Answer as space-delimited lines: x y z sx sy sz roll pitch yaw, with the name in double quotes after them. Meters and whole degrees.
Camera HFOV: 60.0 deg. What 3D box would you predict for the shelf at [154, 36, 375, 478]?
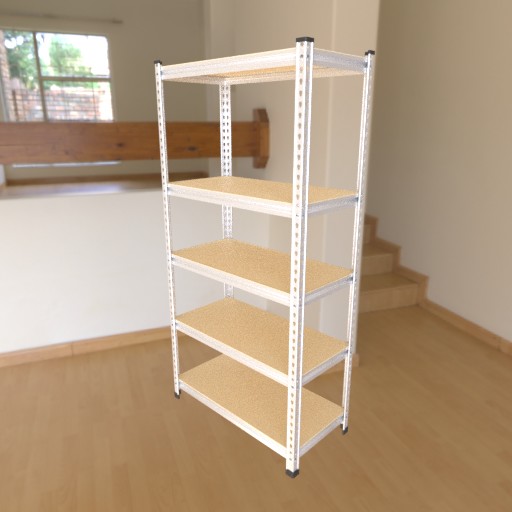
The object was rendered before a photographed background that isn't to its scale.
0.000 0.000 2.210 0.914 1.829 0.457 16 23 42 "shelf"
